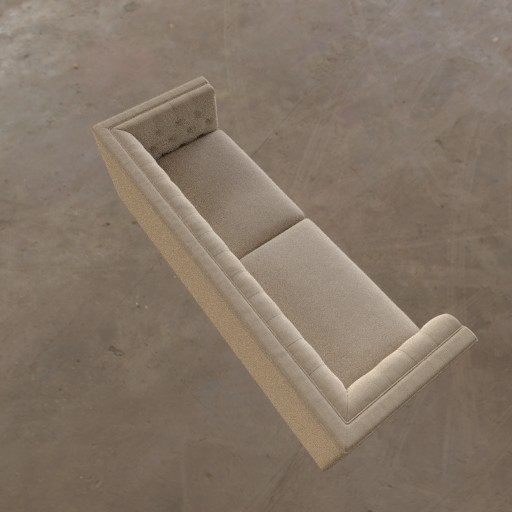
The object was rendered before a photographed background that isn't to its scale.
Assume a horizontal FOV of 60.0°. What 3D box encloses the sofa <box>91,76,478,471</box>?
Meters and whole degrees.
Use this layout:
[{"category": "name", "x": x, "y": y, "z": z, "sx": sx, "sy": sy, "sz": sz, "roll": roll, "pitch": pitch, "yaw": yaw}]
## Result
[{"category": "sofa", "x": 0.000, "y": 0.000, "z": 2.527, "sx": 0.775, "sy": 0.762, "sz": 2.159, "roll": -32, "pitch": 64, "yaw": -18}]
